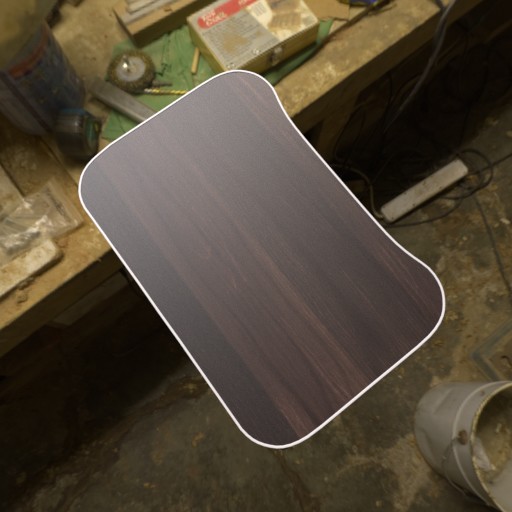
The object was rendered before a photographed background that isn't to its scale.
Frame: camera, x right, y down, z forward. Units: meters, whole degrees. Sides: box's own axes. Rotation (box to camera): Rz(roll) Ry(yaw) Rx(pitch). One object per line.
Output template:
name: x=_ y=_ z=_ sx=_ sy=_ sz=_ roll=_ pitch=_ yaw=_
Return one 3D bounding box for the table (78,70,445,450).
table: x=0.000 y=0.000 z=0.856 sx=0.400 sy=0.232 sz=0.660 roll=-36 pitch=79 yaw=-8
